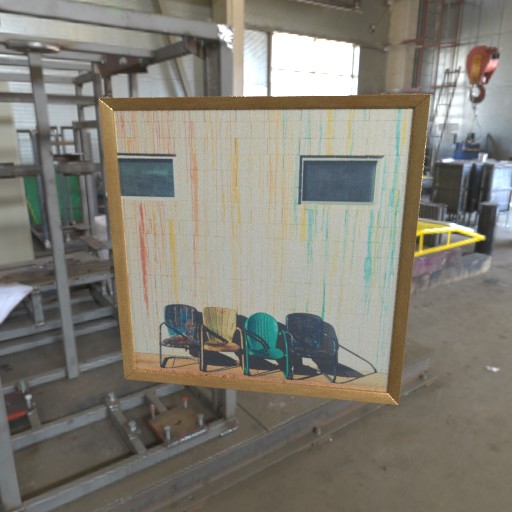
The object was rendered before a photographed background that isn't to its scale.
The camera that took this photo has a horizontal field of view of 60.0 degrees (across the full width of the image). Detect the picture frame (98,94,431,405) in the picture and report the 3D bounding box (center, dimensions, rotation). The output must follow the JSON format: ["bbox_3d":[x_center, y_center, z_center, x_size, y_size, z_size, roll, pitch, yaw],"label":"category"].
[{"bbox_3d":[0.000,0.000,1.122,0.758,0.761,0.037,3,16,9],"label":"picture frame"}]
